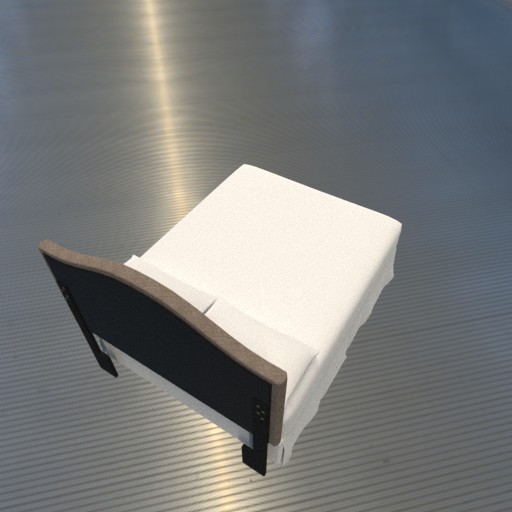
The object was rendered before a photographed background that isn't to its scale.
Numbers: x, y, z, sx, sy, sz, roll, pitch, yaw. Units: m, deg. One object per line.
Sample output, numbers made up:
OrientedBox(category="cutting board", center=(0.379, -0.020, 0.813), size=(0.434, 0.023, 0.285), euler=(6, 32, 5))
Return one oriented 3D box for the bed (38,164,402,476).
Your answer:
OrientedBox(category="bed", center=(0.000, 0.000, 3.283), size=(1.713, 1.518, 2.153), euler=(25, 52, 21))
